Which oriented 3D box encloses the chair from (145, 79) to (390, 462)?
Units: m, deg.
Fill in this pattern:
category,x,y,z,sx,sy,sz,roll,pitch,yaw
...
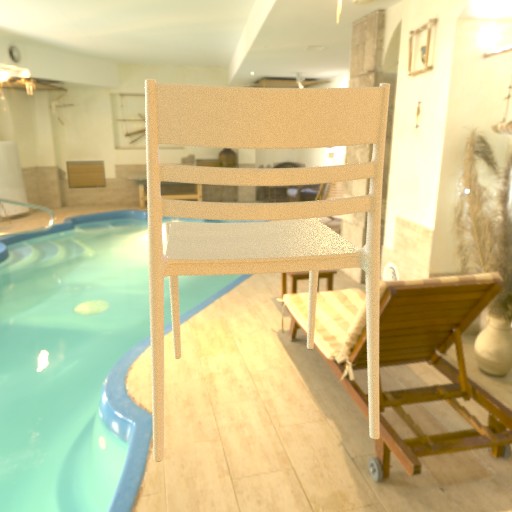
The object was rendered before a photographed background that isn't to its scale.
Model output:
category,x,y,z,sx,sy,sz,roll,pitch,yaw
chair,0.000,0.000,1.143,0.531,0.800,0.511,-2,15,-8
